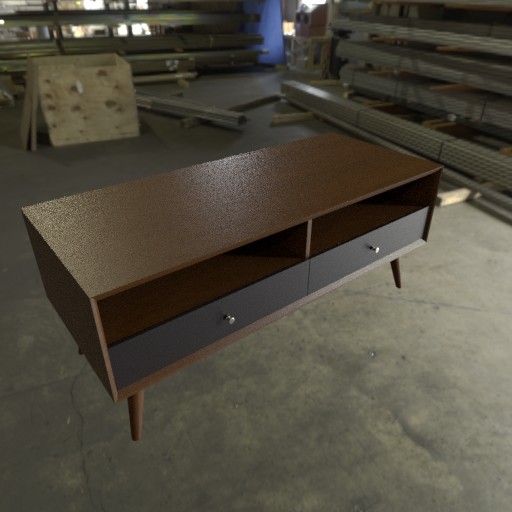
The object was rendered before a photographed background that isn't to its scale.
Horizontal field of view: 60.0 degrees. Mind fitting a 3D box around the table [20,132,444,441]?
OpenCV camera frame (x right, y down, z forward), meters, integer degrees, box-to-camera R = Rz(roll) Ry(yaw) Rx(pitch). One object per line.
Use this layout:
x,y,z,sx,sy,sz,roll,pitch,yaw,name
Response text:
0.000,0.000,1.363,1.119,0.464,0.490,-22,37,-32,table
